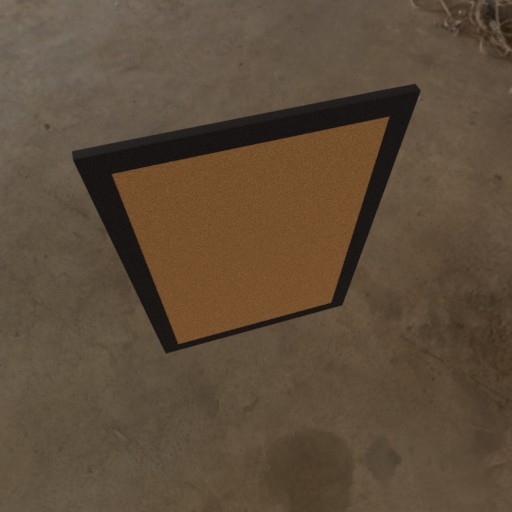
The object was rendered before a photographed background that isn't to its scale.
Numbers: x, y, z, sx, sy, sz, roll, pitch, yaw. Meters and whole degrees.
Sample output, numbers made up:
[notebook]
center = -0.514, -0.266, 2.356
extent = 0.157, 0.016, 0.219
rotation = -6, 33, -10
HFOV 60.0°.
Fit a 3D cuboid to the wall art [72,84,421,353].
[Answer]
[wall art]
center = 0.000, 0.000, 0.693
extent = 0.380, 0.534, 0.013
rotation = -14, 58, -9
